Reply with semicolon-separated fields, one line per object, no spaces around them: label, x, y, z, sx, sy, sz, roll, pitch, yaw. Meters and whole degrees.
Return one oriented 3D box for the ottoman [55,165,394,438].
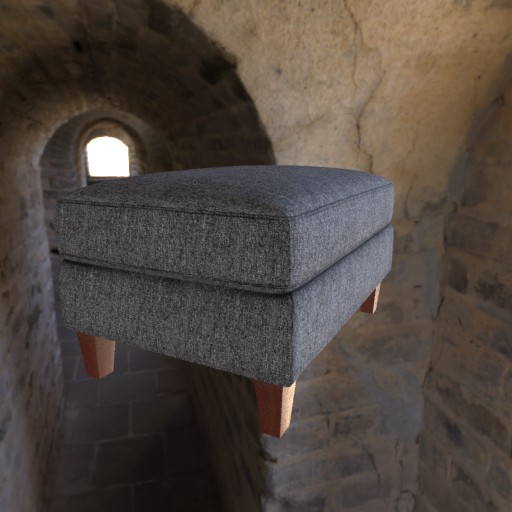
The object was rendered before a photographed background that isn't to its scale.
ottoman;0.000;0.000;1.221;0.584;0.483;0.864;7;16;27
